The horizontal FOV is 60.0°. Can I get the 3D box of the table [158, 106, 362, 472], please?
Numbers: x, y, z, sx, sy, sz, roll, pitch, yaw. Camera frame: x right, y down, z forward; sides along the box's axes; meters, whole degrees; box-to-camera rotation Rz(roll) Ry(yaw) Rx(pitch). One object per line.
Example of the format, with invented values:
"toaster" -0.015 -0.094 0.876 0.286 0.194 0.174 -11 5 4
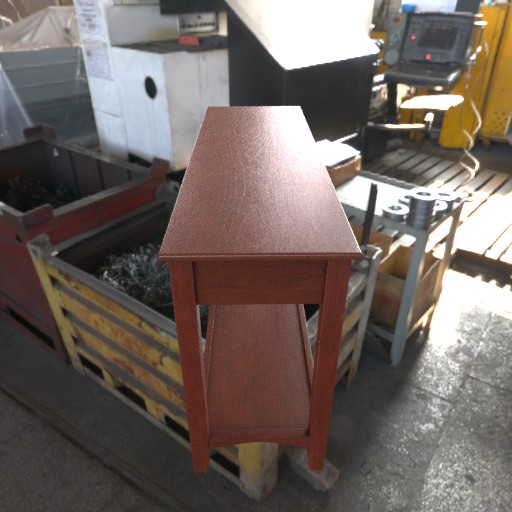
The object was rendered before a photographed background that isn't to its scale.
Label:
"table" 0.000 0.000 1.541 0.392 0.739 1.188 0 32 -1
